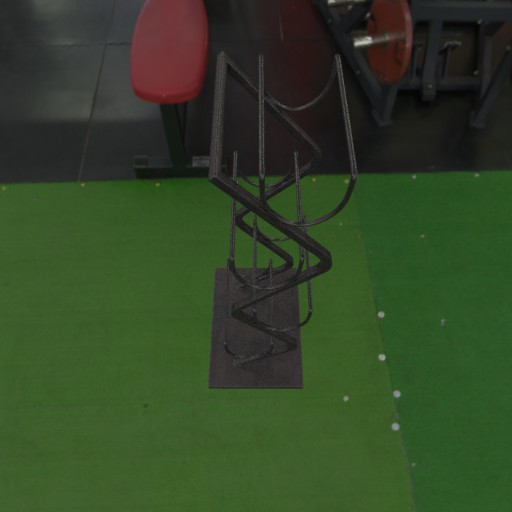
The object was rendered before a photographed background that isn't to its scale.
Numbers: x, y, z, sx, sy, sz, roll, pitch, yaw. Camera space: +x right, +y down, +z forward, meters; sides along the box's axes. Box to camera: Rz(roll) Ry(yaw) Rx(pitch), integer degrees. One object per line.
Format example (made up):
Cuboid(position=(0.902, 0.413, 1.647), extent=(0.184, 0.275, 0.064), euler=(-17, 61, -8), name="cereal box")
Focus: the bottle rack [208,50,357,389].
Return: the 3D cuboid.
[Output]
Cuboid(position=(0.000, 0.000, 0.663), extent=(0.178, 0.559, 0.254), euler=(0, 59, 0), name="bottle rack")
